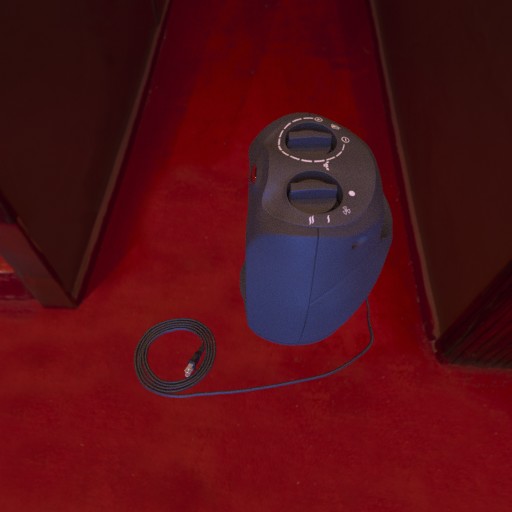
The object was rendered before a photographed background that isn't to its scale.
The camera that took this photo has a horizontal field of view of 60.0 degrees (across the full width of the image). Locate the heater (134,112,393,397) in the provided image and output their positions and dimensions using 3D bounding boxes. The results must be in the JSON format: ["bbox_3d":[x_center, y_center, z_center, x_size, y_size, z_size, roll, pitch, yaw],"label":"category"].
[{"bbox_3d":[0.000,0.000,0.472,0.291,0.240,0.239,1,58,0],"label":"heater"}]
